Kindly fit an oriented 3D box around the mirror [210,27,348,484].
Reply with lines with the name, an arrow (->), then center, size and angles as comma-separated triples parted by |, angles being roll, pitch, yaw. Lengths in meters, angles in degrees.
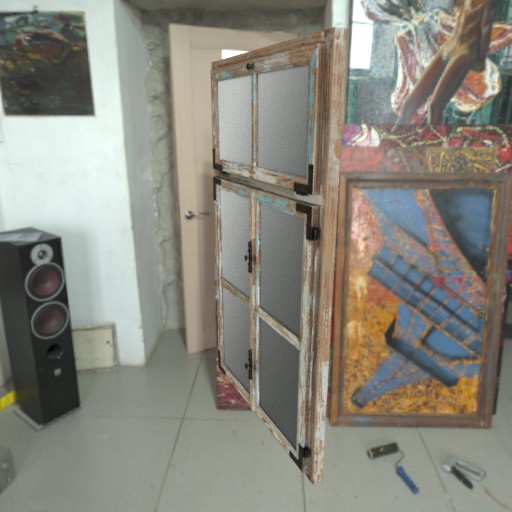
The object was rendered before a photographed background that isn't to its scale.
mirror -> 0.000, 0.000, 1.420 | 0.083, 1.213, 0.707 | -9, 19, -26
